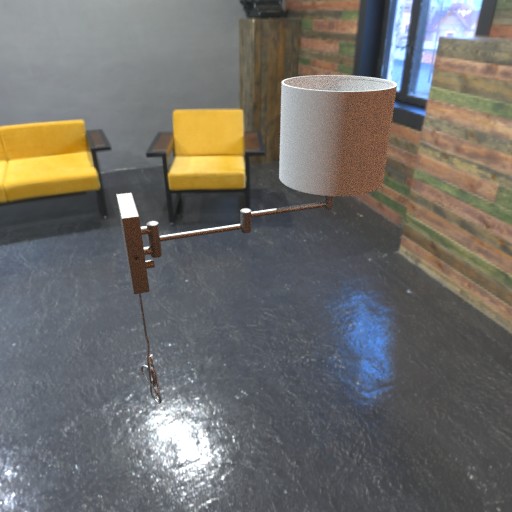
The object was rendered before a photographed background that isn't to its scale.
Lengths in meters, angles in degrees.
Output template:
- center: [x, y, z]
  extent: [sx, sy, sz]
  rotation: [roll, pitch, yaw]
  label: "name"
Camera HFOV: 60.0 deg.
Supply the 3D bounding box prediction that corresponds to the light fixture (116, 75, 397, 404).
- center: [0.000, 0.000, 0.905]
  extent: [0.516, 0.651, 0.203]
  rotation: [-10, 30, -17]
  label: "light fixture"
